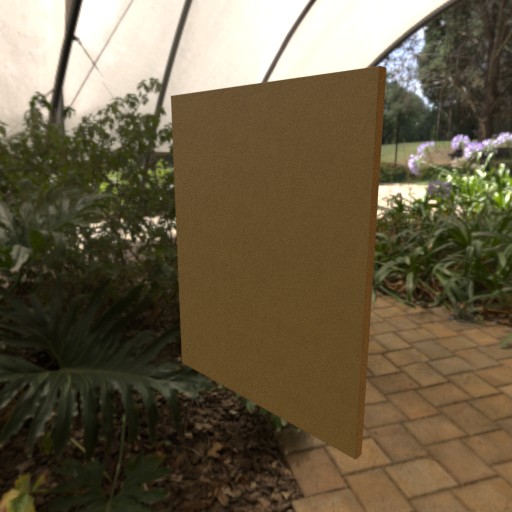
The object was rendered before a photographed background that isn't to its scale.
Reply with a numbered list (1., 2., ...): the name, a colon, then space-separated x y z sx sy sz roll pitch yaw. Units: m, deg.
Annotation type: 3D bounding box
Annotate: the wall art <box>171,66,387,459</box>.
1. wall art: 0.000 0.000 1.376 0.798 1.002 0.030 13 19 43
